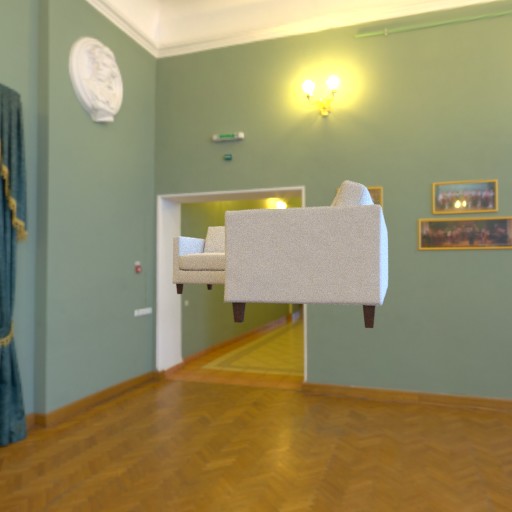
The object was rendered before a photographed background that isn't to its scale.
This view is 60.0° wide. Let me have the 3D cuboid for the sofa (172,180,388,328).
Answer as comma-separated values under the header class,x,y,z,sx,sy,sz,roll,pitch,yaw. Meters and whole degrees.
class,x,y,z,sx,sy,sz,roll,pitch,yaw
sofa,0.000,0.000,4.289,2.432,0.863,3.182,0,-1,17
